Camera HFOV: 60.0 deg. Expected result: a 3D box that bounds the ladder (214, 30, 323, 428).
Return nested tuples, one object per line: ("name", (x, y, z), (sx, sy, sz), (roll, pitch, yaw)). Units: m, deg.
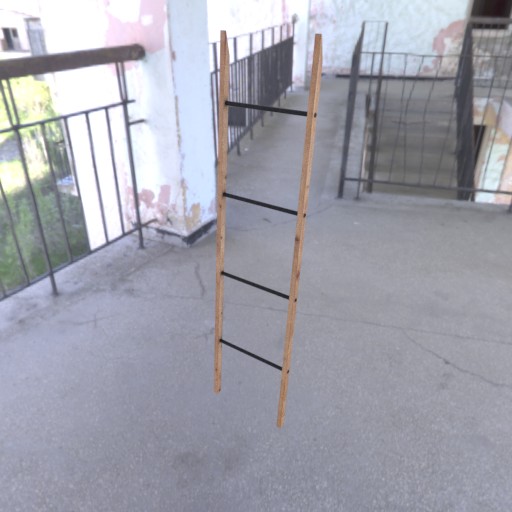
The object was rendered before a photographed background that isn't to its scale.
("ladder", (0.000, 0.000, 2.006), (0.442, 1.805, 0.200), (18, 34, 29))
